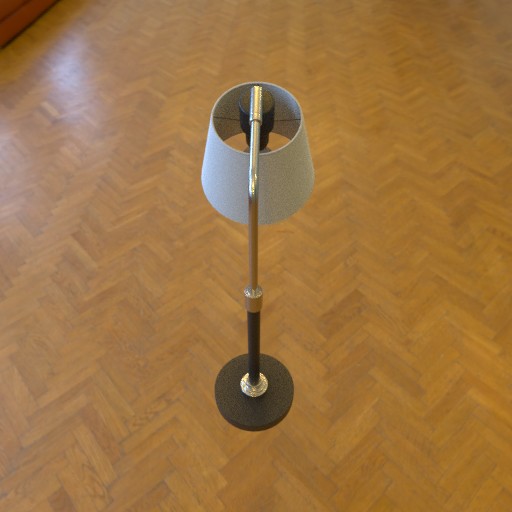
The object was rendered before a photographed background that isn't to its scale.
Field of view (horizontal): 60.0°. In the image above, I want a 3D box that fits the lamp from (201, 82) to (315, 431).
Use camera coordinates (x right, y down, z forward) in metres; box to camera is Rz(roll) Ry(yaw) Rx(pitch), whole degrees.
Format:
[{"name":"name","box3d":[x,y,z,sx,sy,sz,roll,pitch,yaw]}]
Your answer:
[{"name":"lamp","box3d":[0.000,0.000,0.716,0.181,0.539,0.348,1,46,1]}]
